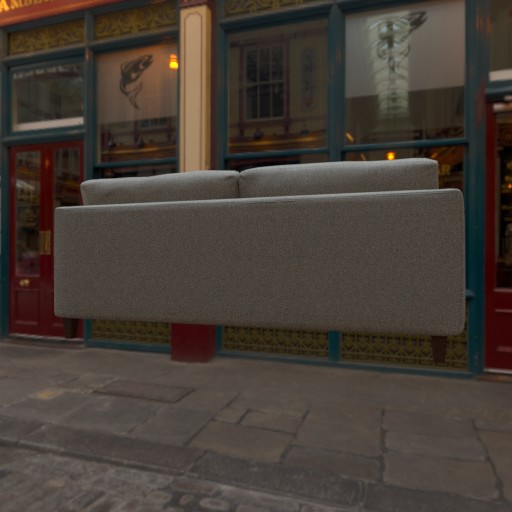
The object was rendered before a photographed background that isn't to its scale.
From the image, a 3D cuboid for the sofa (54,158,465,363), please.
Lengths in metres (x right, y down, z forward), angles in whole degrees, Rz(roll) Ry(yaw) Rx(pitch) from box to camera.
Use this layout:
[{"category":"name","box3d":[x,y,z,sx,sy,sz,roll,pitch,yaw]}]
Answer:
[{"category":"sofa","box3d":[0.000,0.000,2.682,2.208,0.963,0.956,0,-1,18]}]
